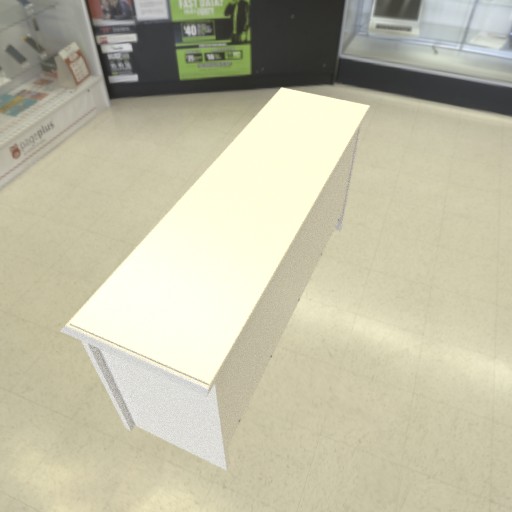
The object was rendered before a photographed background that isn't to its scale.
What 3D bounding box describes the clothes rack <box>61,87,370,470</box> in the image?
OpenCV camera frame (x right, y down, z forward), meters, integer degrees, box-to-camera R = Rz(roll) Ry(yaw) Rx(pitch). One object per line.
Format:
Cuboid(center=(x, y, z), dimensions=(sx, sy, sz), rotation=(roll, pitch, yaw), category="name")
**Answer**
Cuboid(center=(0.000, 0.000, 1.348), dimensions=(0.324, 0.531, 1.120), rotation=(18, 49, 17), category="clothes rack")
